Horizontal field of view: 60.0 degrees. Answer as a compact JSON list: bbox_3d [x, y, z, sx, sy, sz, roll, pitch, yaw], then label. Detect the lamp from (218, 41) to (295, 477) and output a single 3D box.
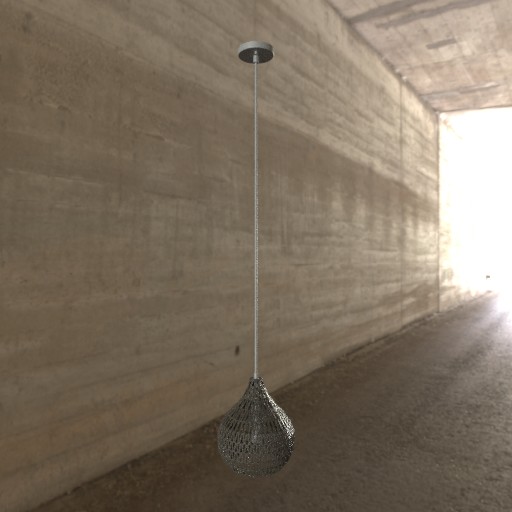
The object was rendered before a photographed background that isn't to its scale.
[{"bbox_3d":[0.000,0.000,2.054,0.355,1.919,0.355,0,0,-1],"label":"lamp"}]
